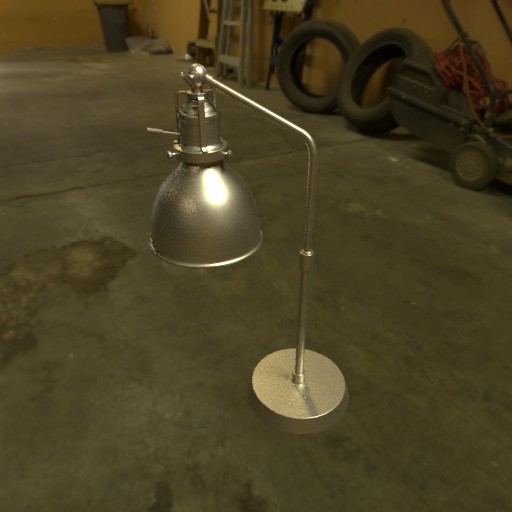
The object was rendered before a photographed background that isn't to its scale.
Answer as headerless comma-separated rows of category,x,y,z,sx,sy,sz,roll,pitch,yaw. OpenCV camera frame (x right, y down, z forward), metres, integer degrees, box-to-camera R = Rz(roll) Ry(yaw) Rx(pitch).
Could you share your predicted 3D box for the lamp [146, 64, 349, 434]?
lamp,0.000,0.000,0.575,0.286,0.456,0.153,9,32,15
